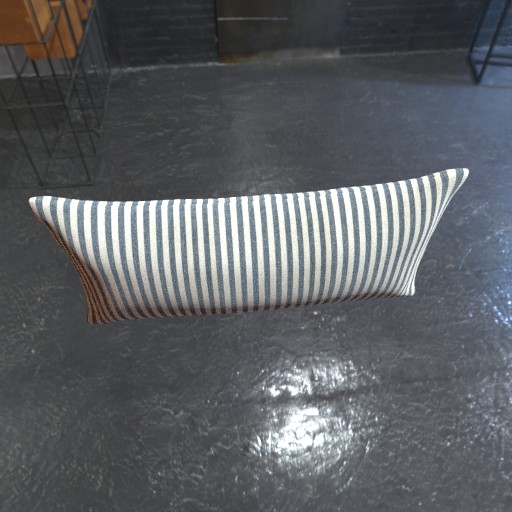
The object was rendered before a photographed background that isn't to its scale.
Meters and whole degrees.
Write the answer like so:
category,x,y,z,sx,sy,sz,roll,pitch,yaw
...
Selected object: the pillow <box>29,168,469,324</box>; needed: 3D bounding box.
category,x,y,z,sx,sy,sz,roll,pitch,yaw
pillow,0.000,0.000,0.721,0.617,0.295,0.151,-4,47,-4
